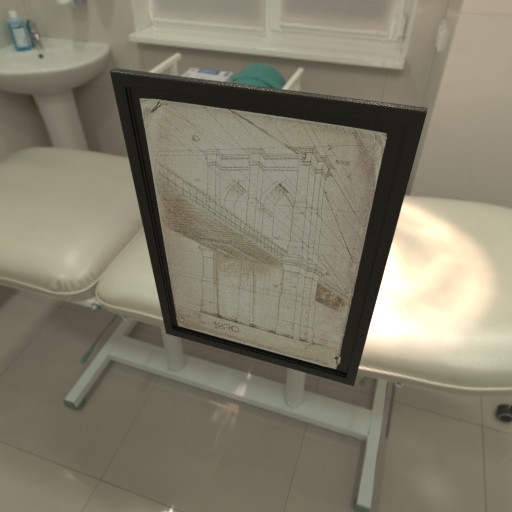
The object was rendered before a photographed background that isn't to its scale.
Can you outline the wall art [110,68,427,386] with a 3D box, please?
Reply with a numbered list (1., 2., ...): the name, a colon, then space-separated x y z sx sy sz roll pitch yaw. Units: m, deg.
1. wall art: 0.000 0.000 0.865 0.480 0.657 0.016 13 43 14
